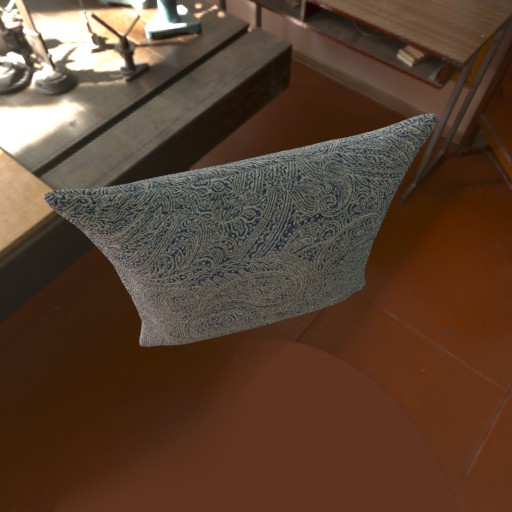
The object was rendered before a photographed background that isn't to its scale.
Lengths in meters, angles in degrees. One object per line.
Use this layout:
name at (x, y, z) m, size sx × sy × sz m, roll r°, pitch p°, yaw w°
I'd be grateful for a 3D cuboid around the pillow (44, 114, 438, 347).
pillow at (0.000, 0.000, 0.776) m, size 0.523 × 0.510 × 0.166 m, roll -14°, pitch 59°, yaw -8°
